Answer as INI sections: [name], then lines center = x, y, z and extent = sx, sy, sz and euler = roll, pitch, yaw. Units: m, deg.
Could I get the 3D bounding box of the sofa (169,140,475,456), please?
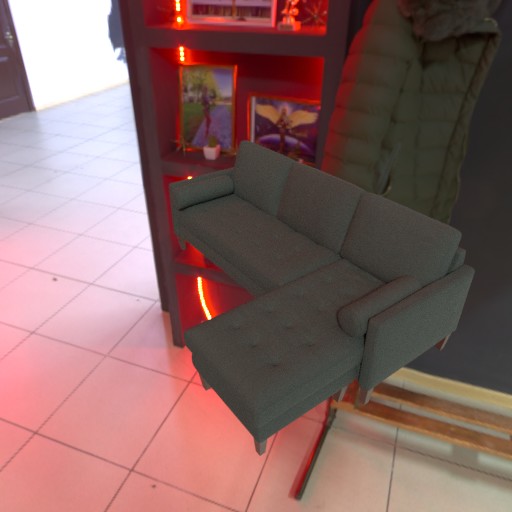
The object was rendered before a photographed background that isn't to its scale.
[sofa]
center = 0.000, 0.000, 2.955
extent = 1.506, 0.876, 2.178
euler = -22, 38, -30
